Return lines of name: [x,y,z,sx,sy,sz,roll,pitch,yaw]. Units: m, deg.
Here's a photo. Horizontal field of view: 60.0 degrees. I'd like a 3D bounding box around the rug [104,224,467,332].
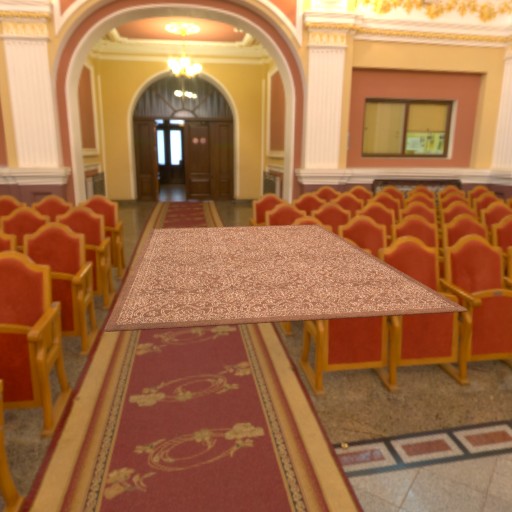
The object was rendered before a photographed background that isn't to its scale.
rug: [0.000,0.000,2.911,1.524,0.011,2.286,-2,14,-8]
